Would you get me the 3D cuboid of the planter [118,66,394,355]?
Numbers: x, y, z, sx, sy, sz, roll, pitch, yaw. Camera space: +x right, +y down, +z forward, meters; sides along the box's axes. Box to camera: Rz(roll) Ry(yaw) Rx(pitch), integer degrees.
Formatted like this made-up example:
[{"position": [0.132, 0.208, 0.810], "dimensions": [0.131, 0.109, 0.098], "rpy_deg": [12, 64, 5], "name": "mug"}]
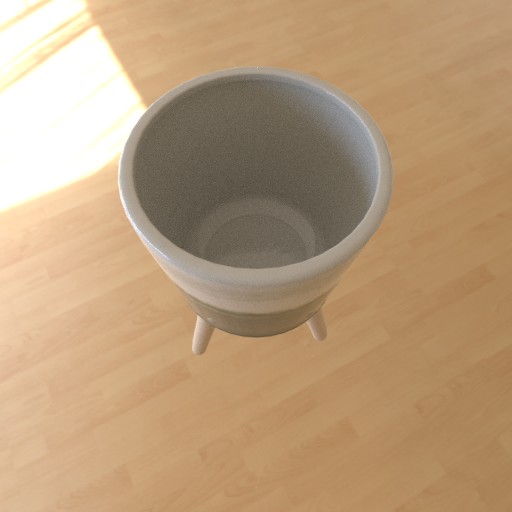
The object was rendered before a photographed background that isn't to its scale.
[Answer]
[{"position": [0.000, 0.000, 0.494], "dimensions": [0.217, 0.331, 0.217], "rpy_deg": [33, 67, 16], "name": "planter"}]
